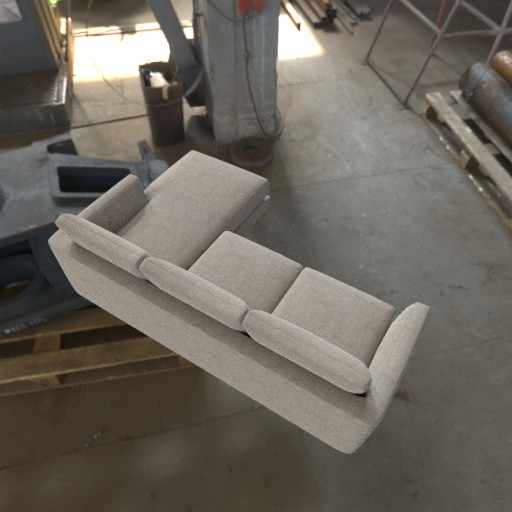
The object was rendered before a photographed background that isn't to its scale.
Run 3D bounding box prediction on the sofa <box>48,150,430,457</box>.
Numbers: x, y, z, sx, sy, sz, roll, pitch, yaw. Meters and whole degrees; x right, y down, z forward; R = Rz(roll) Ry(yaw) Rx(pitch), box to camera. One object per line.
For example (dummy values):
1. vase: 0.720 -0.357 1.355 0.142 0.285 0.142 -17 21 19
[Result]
1. sofa: 0.000 0.000 3.209 2.438 0.864 1.626 25 54 20
